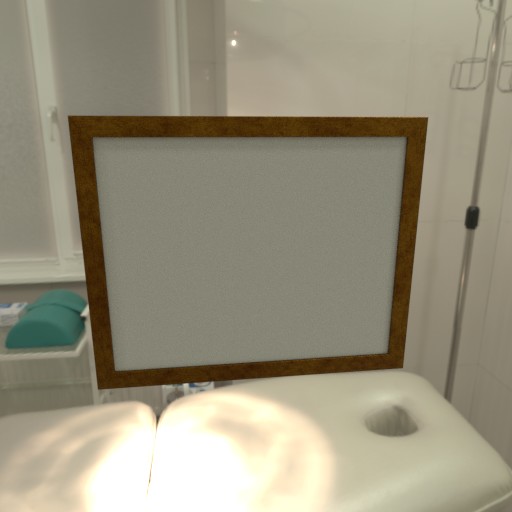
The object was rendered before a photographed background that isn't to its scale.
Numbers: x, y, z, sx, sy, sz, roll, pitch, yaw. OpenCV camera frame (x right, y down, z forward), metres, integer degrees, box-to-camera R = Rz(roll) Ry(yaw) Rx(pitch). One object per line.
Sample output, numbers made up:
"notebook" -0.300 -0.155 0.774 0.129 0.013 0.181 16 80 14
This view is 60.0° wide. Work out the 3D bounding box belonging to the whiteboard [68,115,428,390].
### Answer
"whiteboard" 0.000 0.000 0.762 0.561 0.457 0.029 -2 16 -7
